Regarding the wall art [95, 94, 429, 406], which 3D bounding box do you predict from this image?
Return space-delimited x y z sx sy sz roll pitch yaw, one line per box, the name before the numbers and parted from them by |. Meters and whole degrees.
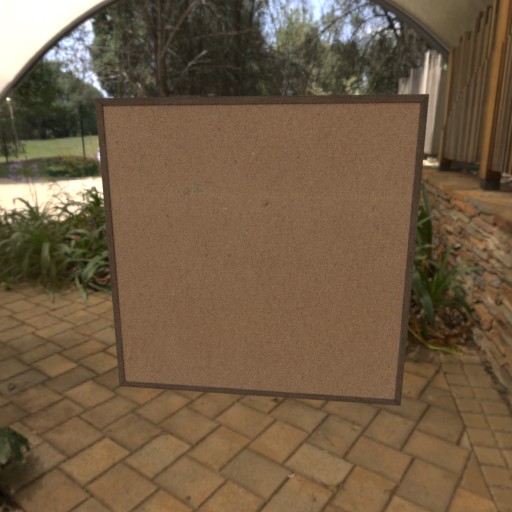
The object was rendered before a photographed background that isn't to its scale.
wall art | 0.000 0.000 0.751 0.508 0.508 0.038 2 15 7
